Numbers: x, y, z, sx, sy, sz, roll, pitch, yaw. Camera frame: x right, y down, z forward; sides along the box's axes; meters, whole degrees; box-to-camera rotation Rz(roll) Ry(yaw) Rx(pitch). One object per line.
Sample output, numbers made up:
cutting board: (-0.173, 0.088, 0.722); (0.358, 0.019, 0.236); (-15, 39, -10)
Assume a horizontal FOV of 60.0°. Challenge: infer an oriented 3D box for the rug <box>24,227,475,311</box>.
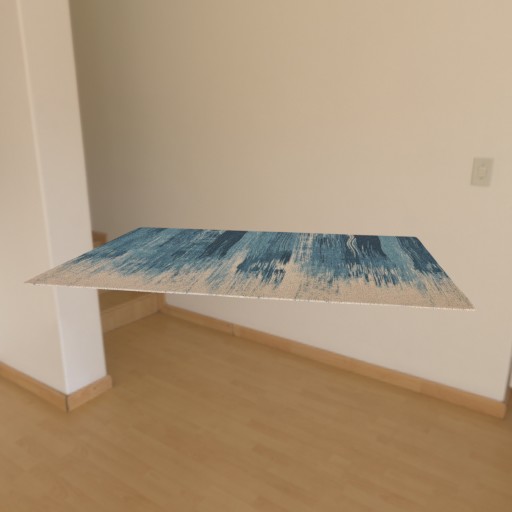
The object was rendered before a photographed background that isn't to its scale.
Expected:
rug: (0.000, 0.000, 2.337); (1.836, 0.009, 1.232); (2, 15, 9)
